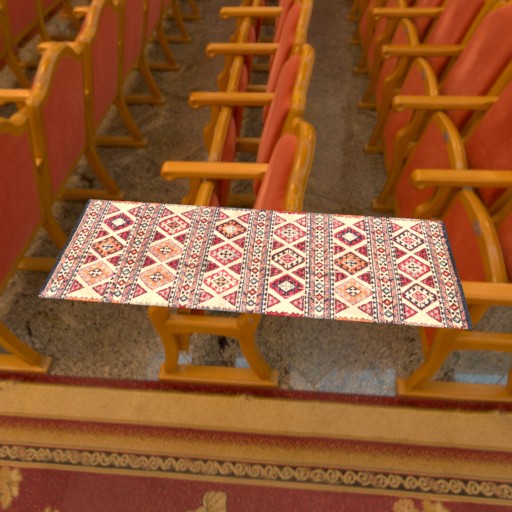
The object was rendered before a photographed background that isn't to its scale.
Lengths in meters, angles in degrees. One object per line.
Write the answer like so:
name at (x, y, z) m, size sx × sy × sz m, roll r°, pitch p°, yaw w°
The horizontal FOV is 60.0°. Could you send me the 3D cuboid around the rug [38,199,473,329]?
rug at (0.000, 0.000, 2.661) m, size 2.362 × 0.008 × 0.832 m, roll 4°, pitch 48°, yaw 4°
